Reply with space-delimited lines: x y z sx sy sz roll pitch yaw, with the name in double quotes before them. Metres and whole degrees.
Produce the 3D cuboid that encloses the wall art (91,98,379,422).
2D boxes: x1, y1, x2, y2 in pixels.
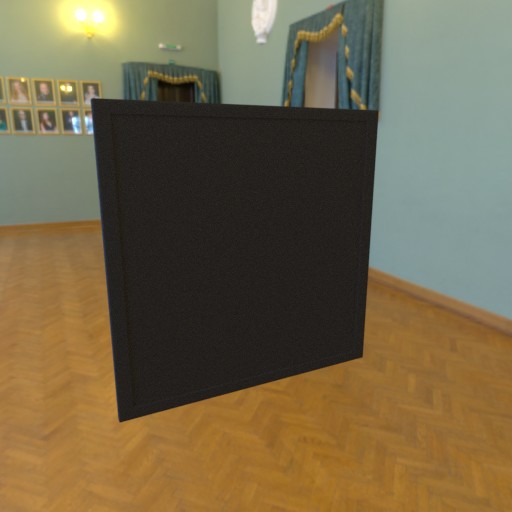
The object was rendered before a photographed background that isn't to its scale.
"wall art" 0.000 0.000 0.865 0.562 0.558 0.012 -7 16 -26
